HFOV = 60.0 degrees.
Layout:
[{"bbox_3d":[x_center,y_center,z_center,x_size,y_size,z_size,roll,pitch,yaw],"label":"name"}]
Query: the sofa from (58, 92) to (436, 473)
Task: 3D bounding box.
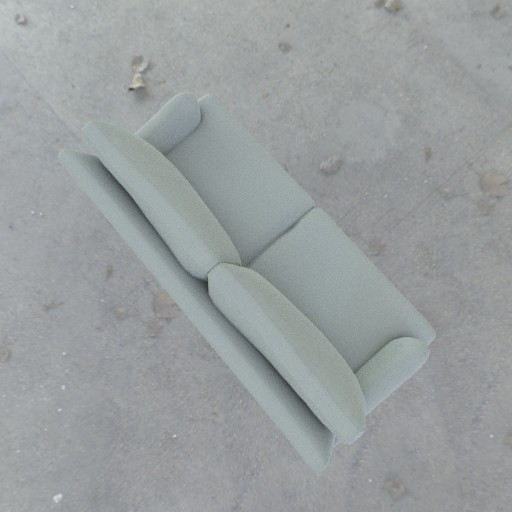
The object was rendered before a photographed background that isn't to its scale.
[{"bbox_3d":[0.000,0.000,2.735,1.069,1.096,2.193,-40,80,-9],"label":"sofa"}]
